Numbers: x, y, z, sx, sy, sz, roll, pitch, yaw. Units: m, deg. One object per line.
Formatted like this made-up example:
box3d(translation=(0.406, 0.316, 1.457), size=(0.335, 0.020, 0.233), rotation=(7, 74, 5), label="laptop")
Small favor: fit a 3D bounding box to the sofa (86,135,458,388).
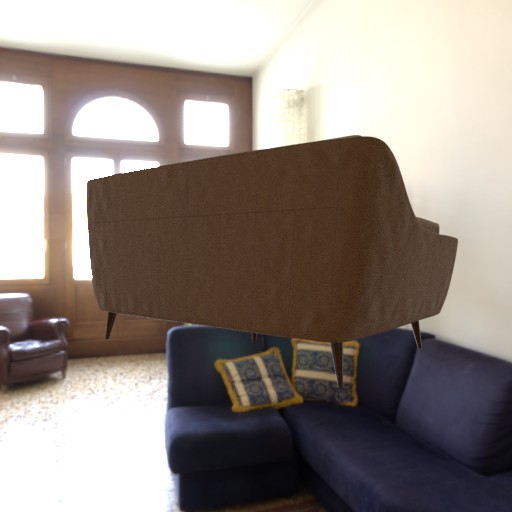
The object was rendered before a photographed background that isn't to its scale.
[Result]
box3d(translation=(0.000, 0.000, 2.263), size=(1.731, 0.886, 0.981), rotation=(1, 1, 37), label="sofa")
